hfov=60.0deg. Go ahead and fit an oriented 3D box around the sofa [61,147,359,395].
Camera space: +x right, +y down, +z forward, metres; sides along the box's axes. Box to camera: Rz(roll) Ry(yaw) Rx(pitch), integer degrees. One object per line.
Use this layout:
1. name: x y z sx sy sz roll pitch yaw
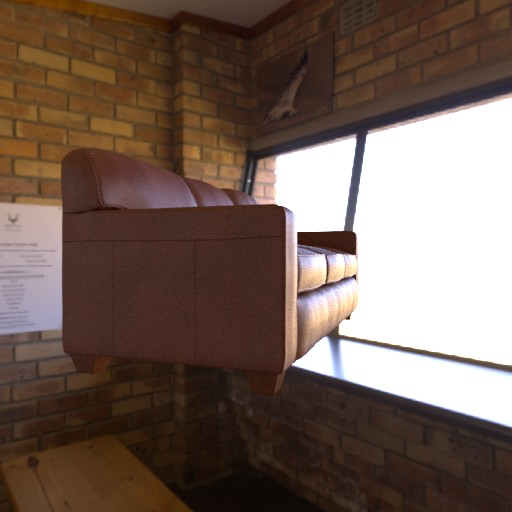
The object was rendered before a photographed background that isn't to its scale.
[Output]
1. sofa: 0.000 0.000 2.575 1.008 0.953 2.039 0 0 20
